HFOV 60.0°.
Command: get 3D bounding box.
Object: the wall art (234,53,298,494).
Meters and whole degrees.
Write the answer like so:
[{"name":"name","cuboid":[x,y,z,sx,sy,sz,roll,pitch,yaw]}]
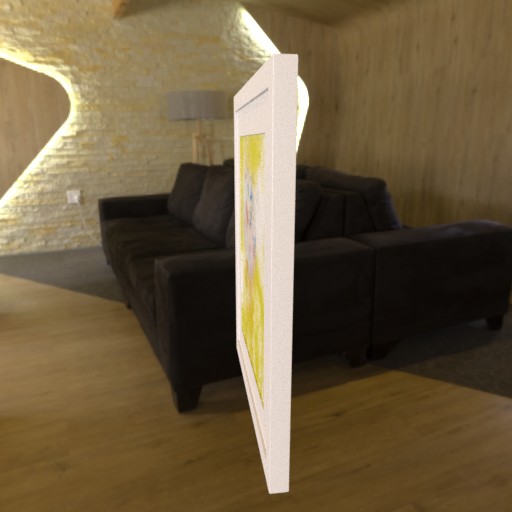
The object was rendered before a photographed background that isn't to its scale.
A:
[{"name":"wall art","cuboid":[0.000,0.000,0.755,0.028,0.556,0.454,-2,14,-8]}]
